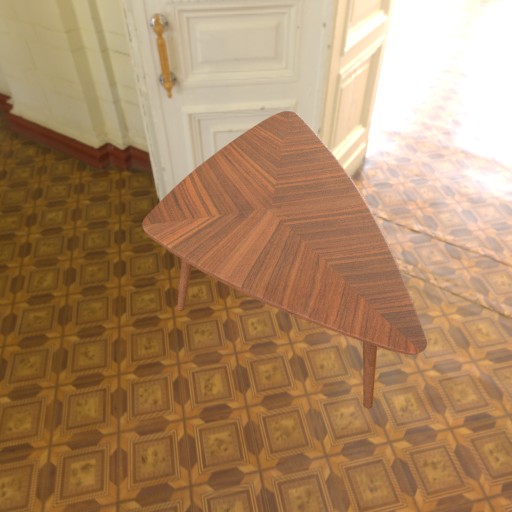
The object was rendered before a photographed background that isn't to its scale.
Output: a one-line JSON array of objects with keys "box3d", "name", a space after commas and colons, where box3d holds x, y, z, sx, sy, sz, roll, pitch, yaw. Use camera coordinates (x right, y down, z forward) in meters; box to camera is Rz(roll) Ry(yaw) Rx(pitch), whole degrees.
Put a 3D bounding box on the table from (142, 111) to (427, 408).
[{"box3d": [0.000, 0.000, 1.319, 0.601, 0.365, 1.008, -9, 46, -9], "name": "table"}]
